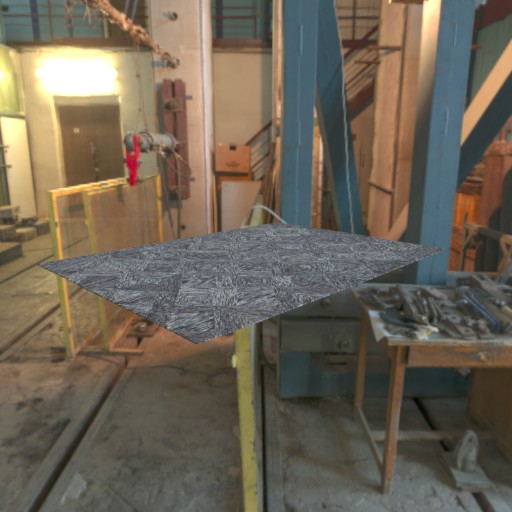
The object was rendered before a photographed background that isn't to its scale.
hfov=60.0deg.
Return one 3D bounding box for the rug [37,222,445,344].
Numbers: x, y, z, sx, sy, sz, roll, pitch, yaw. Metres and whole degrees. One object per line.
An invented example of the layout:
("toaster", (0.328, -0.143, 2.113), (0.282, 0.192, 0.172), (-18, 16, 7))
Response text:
("rug", (0.000, 0.000, 5.420), (4.093, 0.020, 2.997), (-13, 19, -43))
